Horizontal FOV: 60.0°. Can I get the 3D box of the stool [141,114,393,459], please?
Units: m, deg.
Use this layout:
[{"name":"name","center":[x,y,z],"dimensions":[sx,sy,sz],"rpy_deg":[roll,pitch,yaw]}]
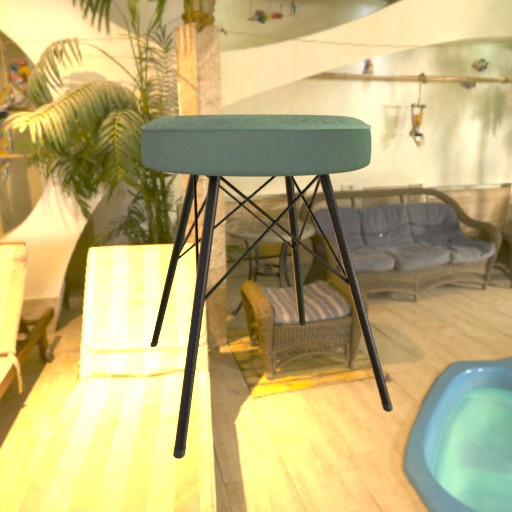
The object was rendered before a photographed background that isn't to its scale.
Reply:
[{"name":"stool","center":[0.000,0.000,0.866],"dimensions":[0.457,0.519,0.458],"rpy_deg":[-3,16,-9]}]
